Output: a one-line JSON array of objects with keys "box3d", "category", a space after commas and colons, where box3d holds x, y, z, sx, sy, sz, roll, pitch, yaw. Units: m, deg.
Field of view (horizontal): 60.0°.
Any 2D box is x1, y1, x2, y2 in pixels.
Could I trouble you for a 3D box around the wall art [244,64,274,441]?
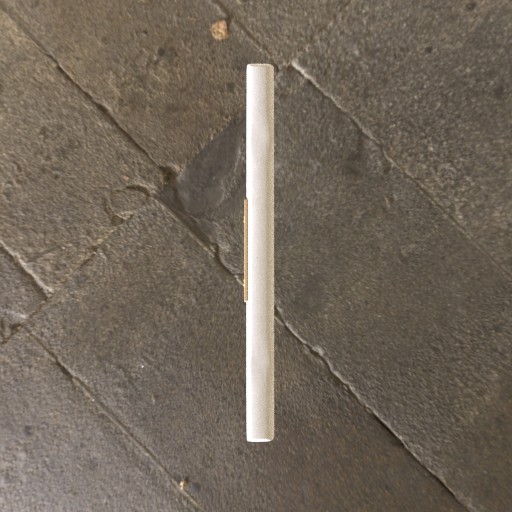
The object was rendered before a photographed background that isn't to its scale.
[{"box3d": [0.000, 0.000, 1.154, 0.048, 0.902, 0.602, 0, 89, -1], "category": "wall art"}]
